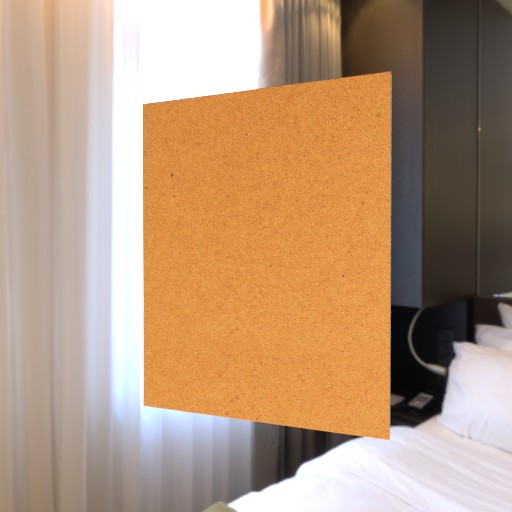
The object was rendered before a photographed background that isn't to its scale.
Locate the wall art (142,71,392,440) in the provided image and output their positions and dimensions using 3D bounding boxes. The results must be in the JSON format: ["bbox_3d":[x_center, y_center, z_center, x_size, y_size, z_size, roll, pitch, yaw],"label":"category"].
[{"bbox_3d":[0.000,0.000,0.827,0.481,0.613,0.020,0,1,20],"label":"wall art"}]
